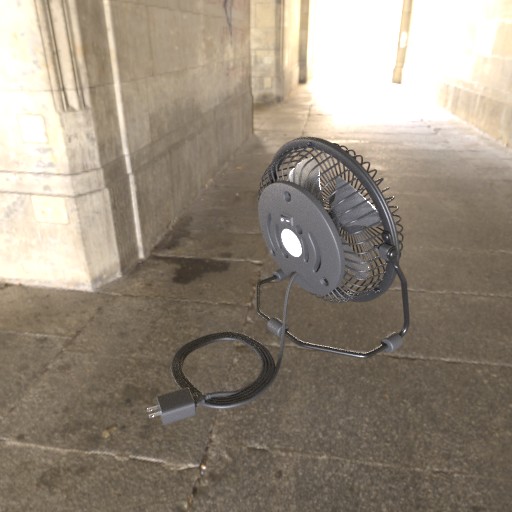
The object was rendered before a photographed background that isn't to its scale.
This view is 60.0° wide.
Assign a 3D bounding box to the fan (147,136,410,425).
[{"bbox_3d":[0.000,0.000,0.314,0.202,0.152,0.153,-18,31,-32],"label":"fan"}]
